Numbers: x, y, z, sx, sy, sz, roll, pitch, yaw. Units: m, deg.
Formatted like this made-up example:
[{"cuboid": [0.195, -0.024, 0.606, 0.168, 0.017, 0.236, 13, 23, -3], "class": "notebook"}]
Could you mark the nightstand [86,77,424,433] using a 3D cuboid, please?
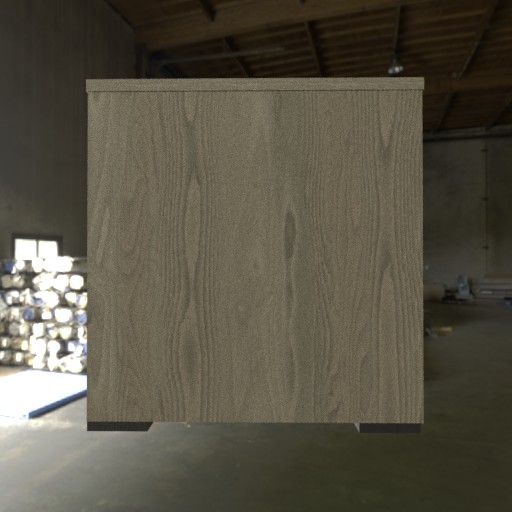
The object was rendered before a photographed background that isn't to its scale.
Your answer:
[{"cuboid": [0.000, 0.000, 0.739, 0.442, 0.461, 0.325, 0, -1, 1], "class": "nightstand"}]
